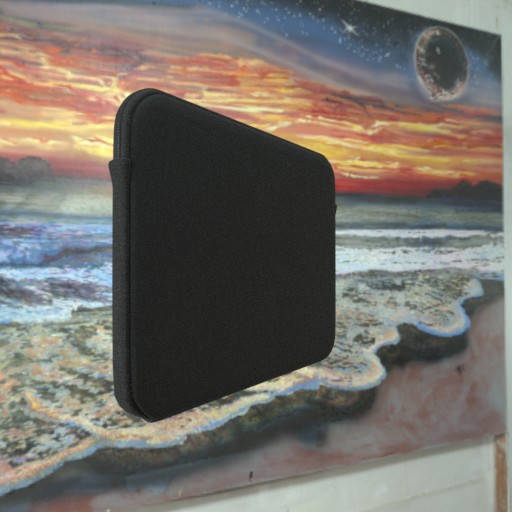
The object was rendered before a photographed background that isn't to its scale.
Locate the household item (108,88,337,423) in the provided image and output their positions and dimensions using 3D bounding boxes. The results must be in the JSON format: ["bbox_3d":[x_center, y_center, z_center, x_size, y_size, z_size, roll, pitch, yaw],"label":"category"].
[{"bbox_3d":[0.000,0.000,0.531,0.030,0.305,0.396,0,-1,37],"label":"household item"}]
